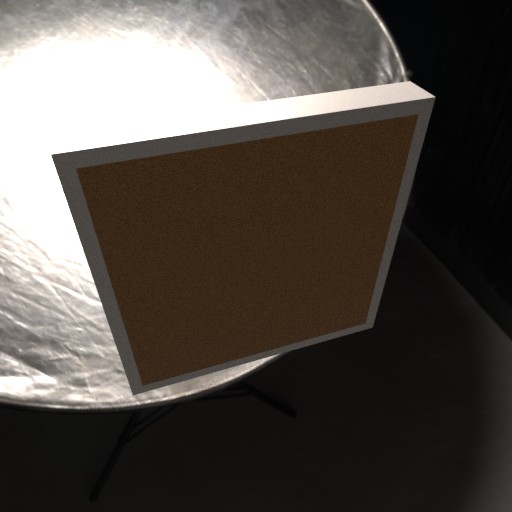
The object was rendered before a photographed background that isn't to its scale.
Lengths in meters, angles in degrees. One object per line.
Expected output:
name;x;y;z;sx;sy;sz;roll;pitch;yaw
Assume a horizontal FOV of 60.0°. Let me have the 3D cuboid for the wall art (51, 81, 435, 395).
wall art;0.000;0.000;0.448;0.305;0.302;0.038;-13;43;-14
